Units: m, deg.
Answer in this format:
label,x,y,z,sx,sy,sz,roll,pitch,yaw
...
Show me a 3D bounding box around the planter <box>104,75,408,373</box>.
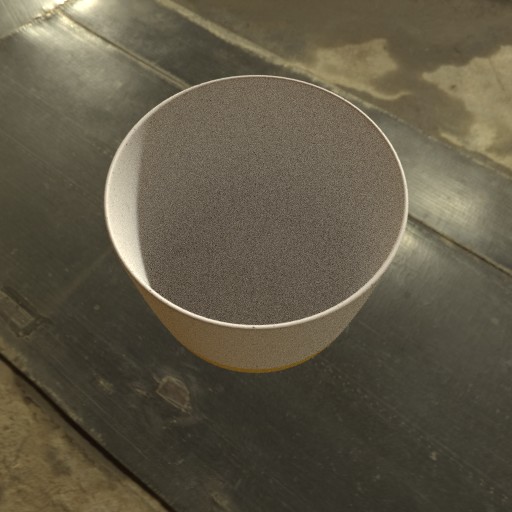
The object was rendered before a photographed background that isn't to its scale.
label,x,y,z,sx,sy,sz,roll,pitch,yaw
planter,0.000,0.000,0.381,0.195,0.214,0.195,0,64,0
